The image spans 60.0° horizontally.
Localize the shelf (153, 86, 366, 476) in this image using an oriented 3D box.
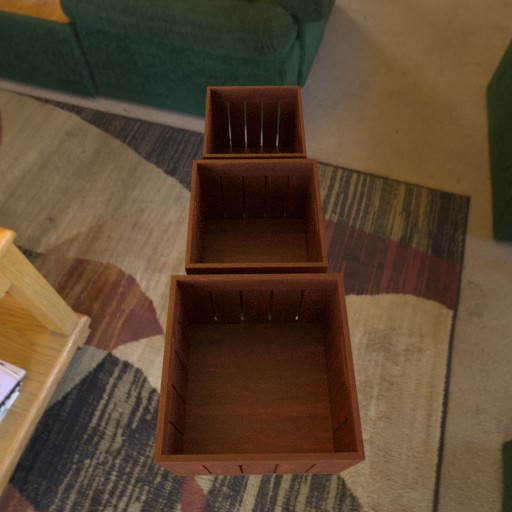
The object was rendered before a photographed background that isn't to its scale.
[{"bbox_3d":[0.000,0.000,1.224,0.393,0.311,1.064,-1,60,0],"label":"shelf"}]
